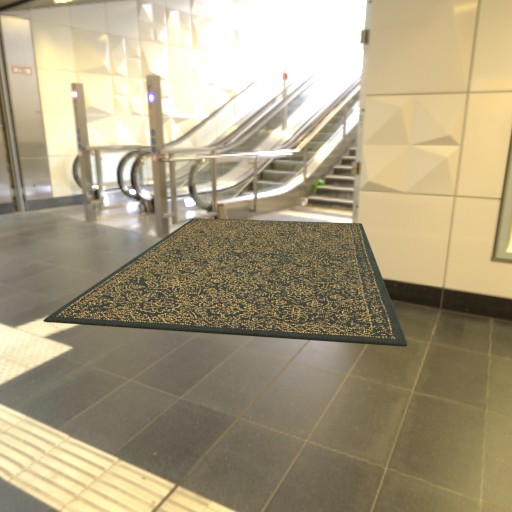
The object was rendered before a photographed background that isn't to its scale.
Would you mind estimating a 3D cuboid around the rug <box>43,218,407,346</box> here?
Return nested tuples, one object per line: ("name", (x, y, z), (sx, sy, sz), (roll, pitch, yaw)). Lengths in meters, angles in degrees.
("rug", (0.000, 0.000, 2.313), (1.219, 0.010, 1.829), (2, 16, 8))
